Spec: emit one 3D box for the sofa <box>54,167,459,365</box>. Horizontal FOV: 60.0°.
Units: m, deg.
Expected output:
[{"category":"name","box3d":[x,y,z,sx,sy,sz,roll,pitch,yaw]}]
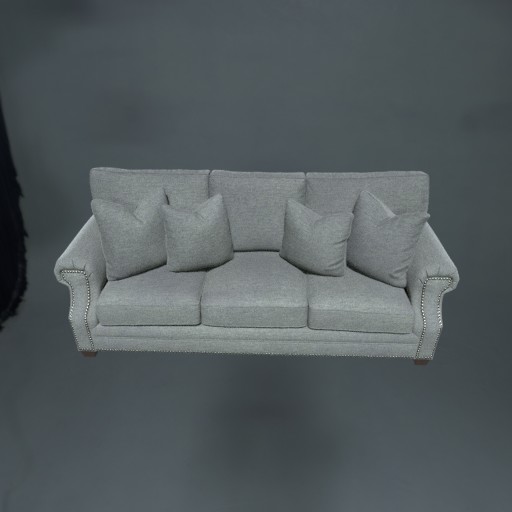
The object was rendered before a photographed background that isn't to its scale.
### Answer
[{"category":"sofa","box3d":[0.000,0.000,2.850,2.312,0.975,0.965,1,31,2]}]
